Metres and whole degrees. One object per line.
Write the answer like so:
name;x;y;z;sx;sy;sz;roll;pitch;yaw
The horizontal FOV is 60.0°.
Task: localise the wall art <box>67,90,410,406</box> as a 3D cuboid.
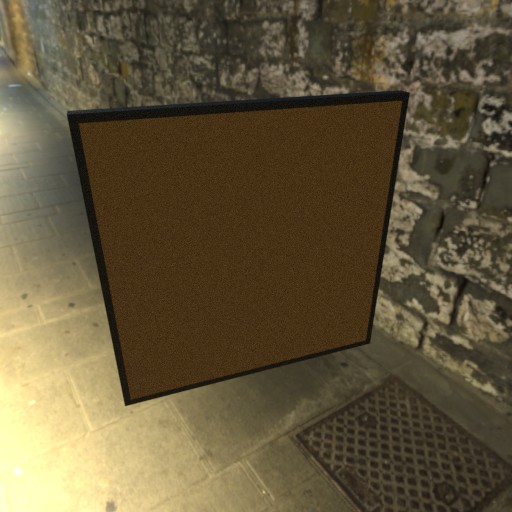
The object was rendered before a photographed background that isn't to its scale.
wall art;0.000;0.000;1.137;0.763;0.763;0.038;-10;30;-17
